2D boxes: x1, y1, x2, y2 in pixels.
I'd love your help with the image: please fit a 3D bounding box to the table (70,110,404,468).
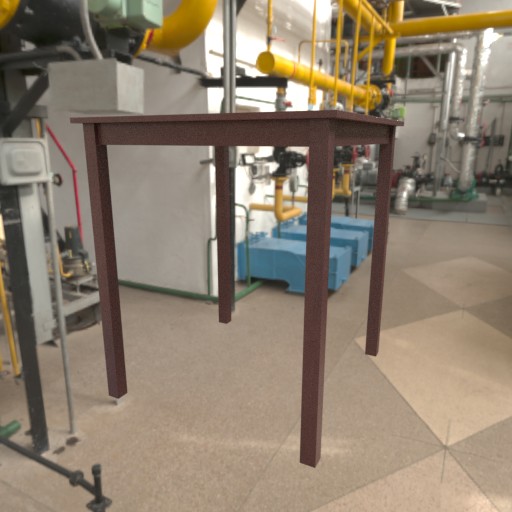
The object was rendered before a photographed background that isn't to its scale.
[{"bbox_3d":[0.000,0.000,1.686,0.861,0.991,0.861,8,17,27],"label":"table"}]
